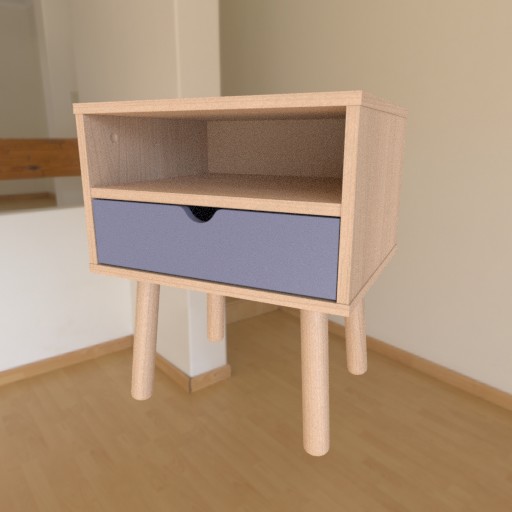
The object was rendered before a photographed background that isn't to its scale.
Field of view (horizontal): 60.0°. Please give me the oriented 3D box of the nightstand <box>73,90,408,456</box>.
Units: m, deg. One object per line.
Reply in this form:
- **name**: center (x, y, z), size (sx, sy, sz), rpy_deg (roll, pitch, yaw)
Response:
- **nightstand**: center (0.000, 0.000, 0.828), size (0.450, 0.530, 0.380), rpy_deg (7, 17, 25)
